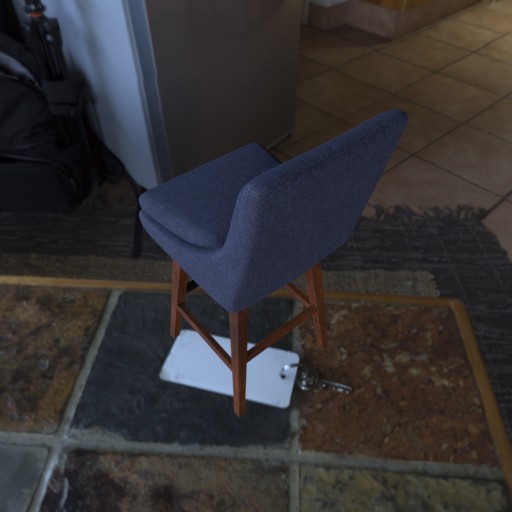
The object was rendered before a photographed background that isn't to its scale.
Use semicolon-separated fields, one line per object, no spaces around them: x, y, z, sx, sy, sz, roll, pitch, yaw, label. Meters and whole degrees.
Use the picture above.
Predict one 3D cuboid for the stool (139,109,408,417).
0.000;0.000;1.396;0.489;1.068;0.572;-31;54;-26;stool
